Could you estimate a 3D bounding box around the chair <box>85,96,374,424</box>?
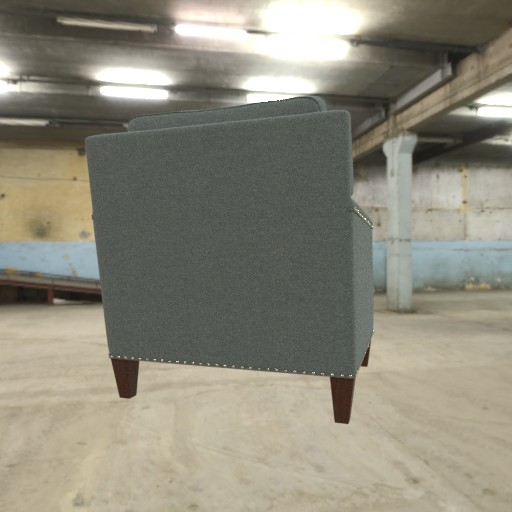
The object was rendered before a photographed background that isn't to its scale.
[{"bbox_3d":[0.000,0.000,1.809,0.885,1.031,1.031,0,0,18],"label":"chair"}]
